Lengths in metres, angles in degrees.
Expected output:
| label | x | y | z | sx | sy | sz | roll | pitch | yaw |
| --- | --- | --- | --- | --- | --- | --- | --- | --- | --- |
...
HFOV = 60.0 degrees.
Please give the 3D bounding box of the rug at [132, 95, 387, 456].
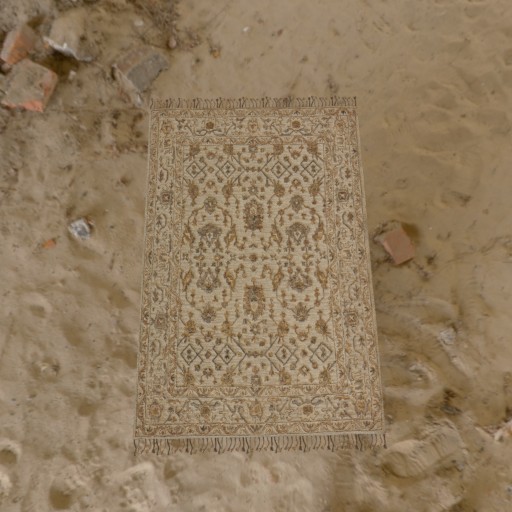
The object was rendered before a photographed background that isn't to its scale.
| label | x | y | z | sx | sy | sz | roll | pitch | yaw |
| --- | --- | --- | --- | --- | --- | --- | --- | --- | --- |
| rug | 0.000 | 0.000 | 2.951 | 1.529 | 0.027 | 2.434 | -1 | 75 | 0 |
